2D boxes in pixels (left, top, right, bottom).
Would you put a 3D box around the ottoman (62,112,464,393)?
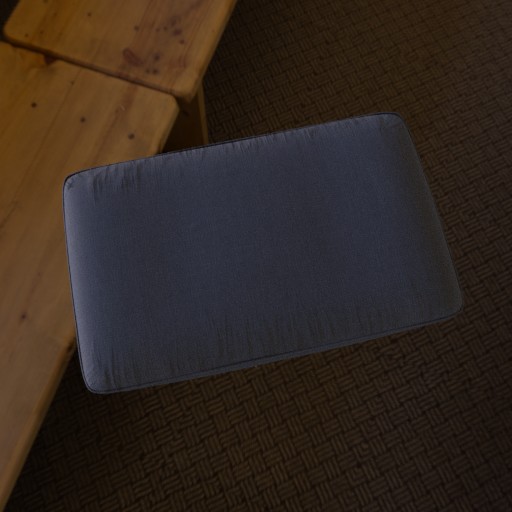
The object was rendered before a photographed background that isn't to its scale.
[{"bbox_3d":[0.000,0.000,1.212,0.885,0.438,0.570,-12,76,-3],"label":"ottoman"}]
